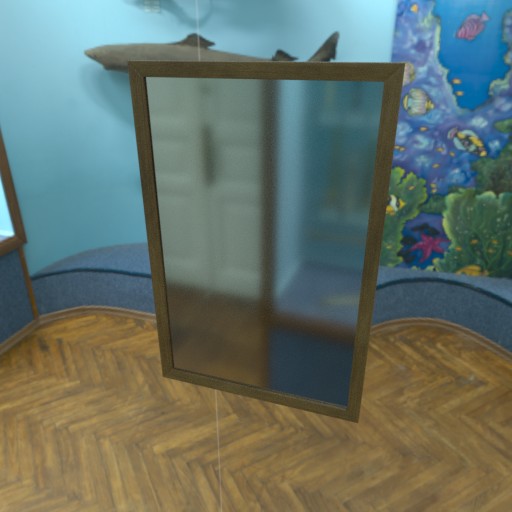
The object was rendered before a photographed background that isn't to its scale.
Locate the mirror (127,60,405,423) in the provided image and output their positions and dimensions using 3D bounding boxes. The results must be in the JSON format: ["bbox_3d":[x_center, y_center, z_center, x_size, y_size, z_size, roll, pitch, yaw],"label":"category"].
[{"bbox_3d":[0.000,0.000,1.138,0.609,0.915,0.040,8,26,17],"label":"mirror"}]
